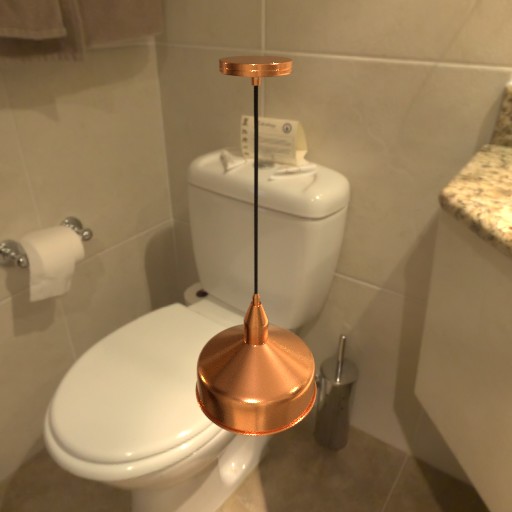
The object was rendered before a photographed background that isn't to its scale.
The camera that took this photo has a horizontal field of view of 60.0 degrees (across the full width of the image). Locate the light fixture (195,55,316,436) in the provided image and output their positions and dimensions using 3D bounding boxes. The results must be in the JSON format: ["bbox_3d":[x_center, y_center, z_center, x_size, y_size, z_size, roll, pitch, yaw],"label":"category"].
[{"bbox_3d":[0.000,0.000,0.925,0.301,0.754,0.301,-1,30,-2],"label":"light fixture"}]
